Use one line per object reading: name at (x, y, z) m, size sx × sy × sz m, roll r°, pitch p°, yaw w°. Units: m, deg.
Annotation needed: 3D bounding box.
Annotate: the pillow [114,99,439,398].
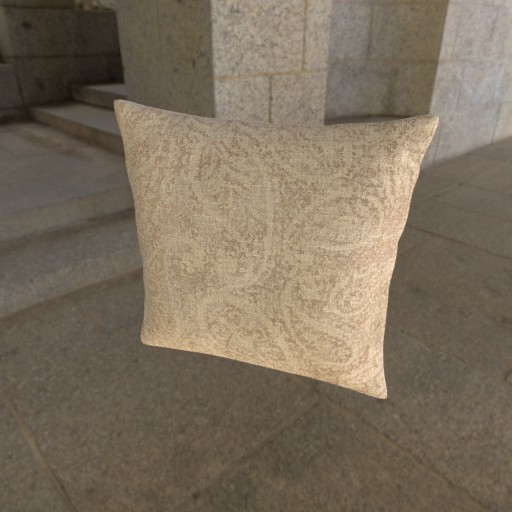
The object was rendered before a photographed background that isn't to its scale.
pillow at (0.000, 0.000, 0.789) m, size 0.523 × 0.510 × 0.166 m, roll 8°, pitch 28°, yaw 16°
